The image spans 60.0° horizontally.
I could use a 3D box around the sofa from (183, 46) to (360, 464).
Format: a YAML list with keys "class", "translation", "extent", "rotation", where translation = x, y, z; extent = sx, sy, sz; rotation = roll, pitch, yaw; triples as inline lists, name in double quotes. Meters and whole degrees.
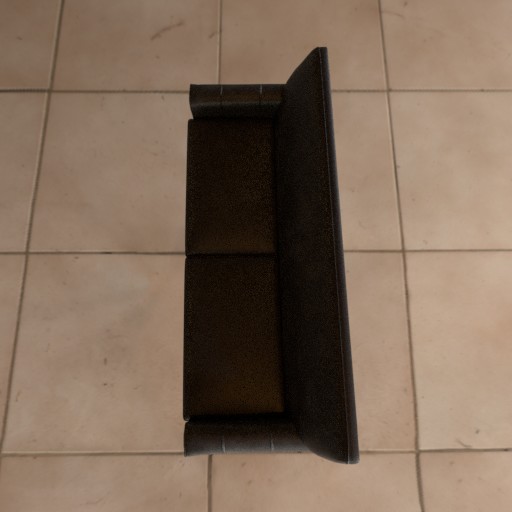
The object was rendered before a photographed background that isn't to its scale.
- class: "sofa"
  translation: [0.000, 0.000, 2.519]
  extent: [0.805, 0.947, 2.053]
  rotation: [-1, 75, 0]
